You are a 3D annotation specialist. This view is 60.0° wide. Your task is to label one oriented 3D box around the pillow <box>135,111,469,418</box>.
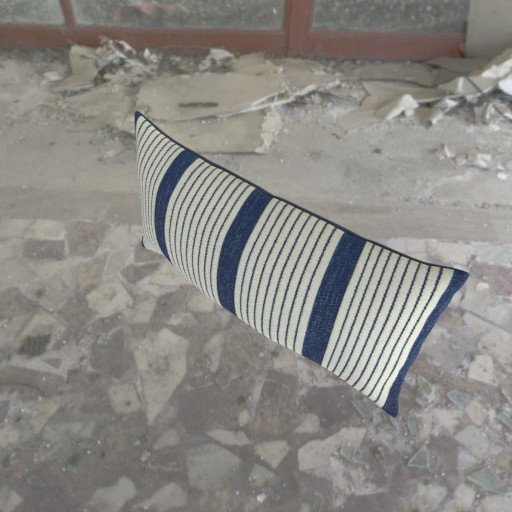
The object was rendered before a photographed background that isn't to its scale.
[{"bbox_3d":[0.000,0.000,0.738,0.608,0.292,0.156,31,53,27],"label":"pillow"}]
